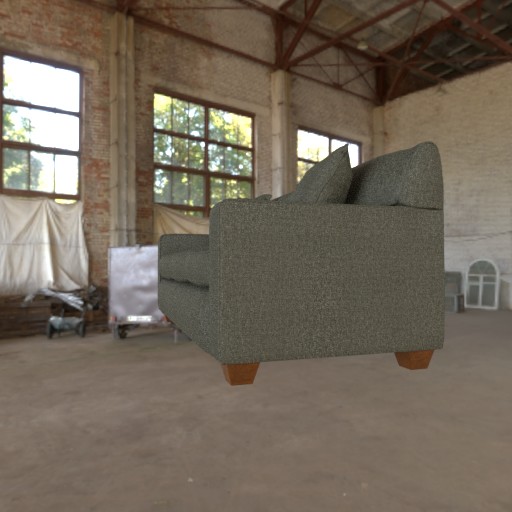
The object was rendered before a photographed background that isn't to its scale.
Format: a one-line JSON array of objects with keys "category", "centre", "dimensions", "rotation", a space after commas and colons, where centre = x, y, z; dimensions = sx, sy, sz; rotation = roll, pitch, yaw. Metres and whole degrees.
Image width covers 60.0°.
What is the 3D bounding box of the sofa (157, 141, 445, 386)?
[{"category": "sofa", "centre": [0.000, 0.000, 2.600], "dimensions": [0.997, 0.958, 2.024], "rotation": [0, -1, -18]}]
